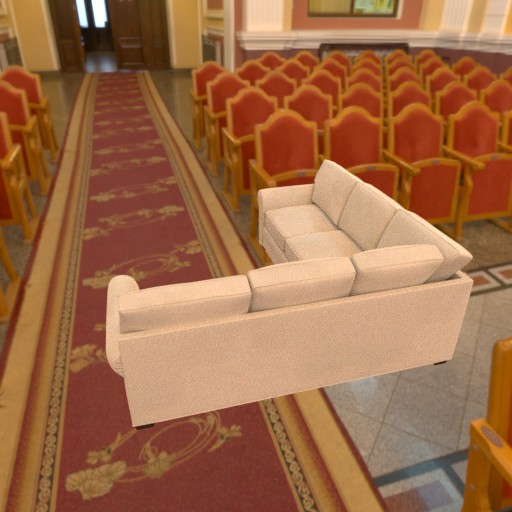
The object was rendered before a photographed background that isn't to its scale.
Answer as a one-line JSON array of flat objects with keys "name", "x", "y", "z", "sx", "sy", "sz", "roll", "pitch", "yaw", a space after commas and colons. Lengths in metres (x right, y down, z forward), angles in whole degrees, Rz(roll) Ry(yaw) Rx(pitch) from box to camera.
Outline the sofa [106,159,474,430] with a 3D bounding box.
[{"name": "sofa", "x": 0.000, "y": 0.000, "z": 4.044, "sx": 2.569, "sy": 1.054, "sz": 2.487, "roll": -8, "pitch": 30, "yaw": -14}]
